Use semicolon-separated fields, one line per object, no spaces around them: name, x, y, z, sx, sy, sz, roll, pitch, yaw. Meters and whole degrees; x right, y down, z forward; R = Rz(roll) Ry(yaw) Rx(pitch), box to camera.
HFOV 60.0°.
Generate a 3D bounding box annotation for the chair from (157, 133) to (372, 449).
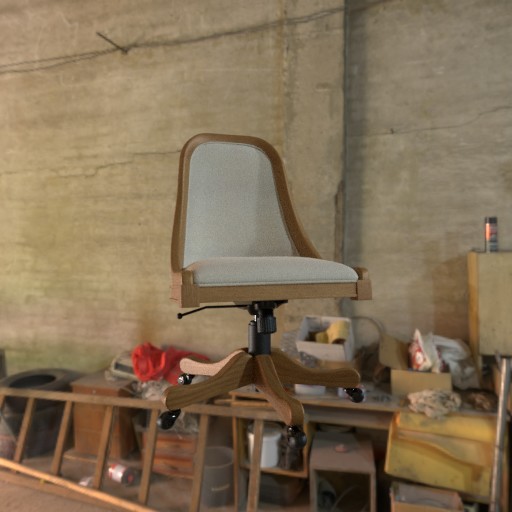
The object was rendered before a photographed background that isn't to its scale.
chair;0.000;0.000;1.536;0.702;1.009;0.811;-1;2;-17
